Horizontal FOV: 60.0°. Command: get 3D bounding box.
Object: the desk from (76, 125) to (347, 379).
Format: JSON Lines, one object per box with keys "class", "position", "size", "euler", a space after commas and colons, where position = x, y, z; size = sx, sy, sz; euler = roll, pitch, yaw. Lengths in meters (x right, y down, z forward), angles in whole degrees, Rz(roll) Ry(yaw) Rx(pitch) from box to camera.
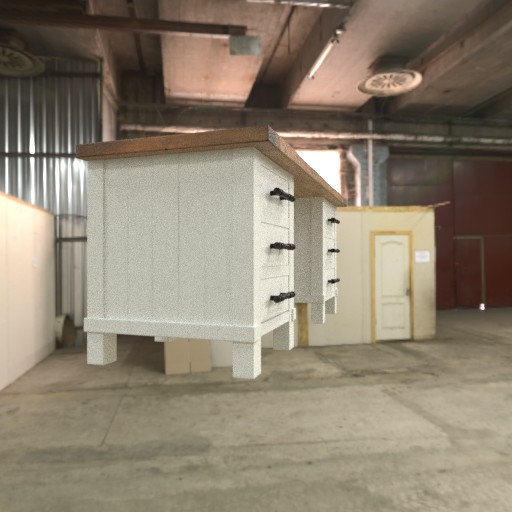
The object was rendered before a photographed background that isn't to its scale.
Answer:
{"class": "desk", "position": [0.000, 0.000, 2.259], "size": [0.688, 0.760, 1.803], "euler": [0, 0, 19]}
